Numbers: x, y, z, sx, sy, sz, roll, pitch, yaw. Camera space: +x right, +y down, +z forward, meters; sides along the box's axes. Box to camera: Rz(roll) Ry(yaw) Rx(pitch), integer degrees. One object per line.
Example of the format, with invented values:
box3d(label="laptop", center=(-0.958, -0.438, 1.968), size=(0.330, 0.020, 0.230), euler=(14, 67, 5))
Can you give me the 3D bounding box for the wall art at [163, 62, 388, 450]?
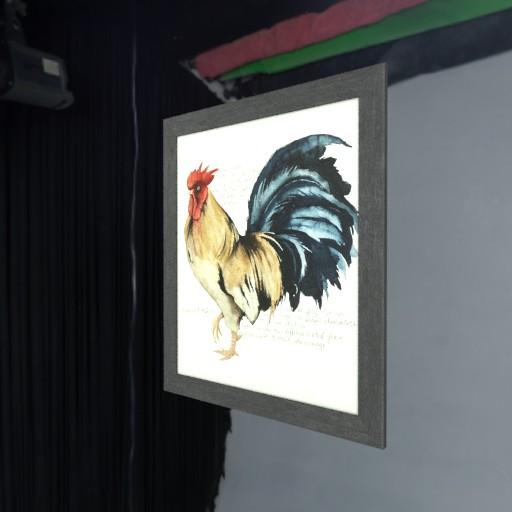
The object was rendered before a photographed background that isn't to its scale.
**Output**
box3d(label="wall art", center=(0.000, 0.000, 0.797), size=(0.476, 0.570, 0.013), euler=(0, 1, 36))
